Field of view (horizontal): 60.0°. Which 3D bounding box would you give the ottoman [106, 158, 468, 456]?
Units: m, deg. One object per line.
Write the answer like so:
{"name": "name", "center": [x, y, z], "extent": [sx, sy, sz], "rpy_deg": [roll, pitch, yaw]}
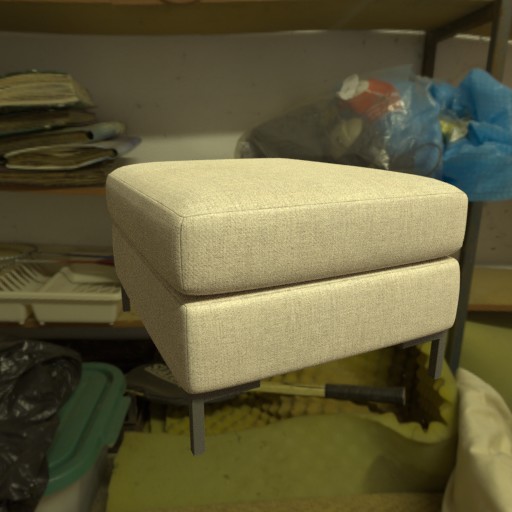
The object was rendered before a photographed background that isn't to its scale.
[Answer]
{"name": "ottoman", "center": [0.000, 0.000, 1.201], "extent": [0.671, 0.490, 0.820], "rpy_deg": [-8, 18, -25]}
